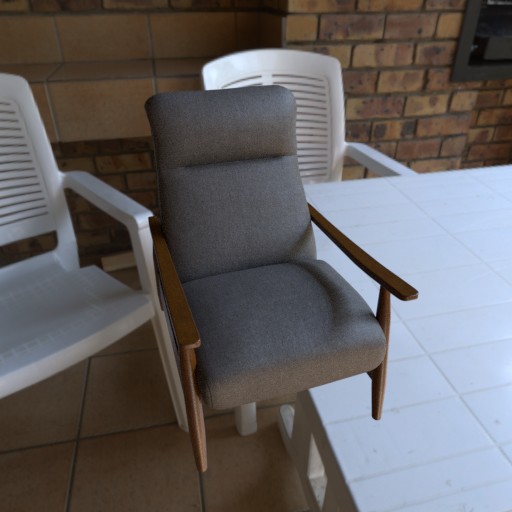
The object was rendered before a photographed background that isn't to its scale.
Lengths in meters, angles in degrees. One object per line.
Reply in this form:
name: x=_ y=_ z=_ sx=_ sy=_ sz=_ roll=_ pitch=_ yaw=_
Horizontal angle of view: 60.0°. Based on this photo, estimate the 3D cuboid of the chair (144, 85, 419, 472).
chair: x=0.000 y=0.000 z=1.744 sx=0.762 sy=1.081 sz=1.014 roll=-10 pitch=33 yaw=-15
